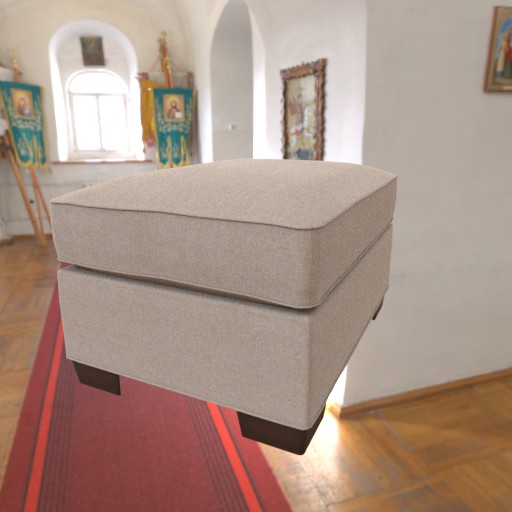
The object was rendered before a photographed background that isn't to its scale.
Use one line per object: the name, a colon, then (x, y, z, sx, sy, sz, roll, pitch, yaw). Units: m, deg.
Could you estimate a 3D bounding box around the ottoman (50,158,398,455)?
ottoman: (0.000, 0.000, 1.233, 0.617, 0.503, 0.846, 8, 18, 25)
